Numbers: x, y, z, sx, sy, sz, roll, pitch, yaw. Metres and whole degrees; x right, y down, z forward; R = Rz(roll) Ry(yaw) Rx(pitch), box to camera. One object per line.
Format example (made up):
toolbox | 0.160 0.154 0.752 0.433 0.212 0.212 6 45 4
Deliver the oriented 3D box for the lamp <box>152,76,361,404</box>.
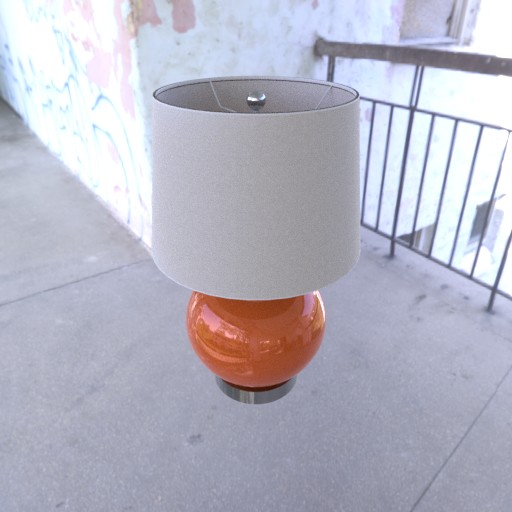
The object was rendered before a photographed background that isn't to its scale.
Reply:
lamp | 0.000 0.000 0.545 0.247 0.387 0.247 0 30 0
